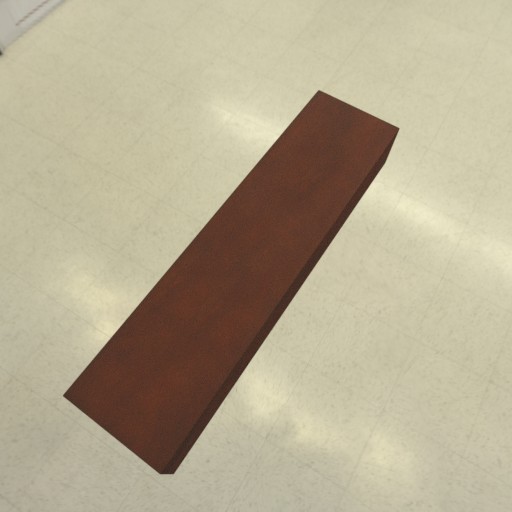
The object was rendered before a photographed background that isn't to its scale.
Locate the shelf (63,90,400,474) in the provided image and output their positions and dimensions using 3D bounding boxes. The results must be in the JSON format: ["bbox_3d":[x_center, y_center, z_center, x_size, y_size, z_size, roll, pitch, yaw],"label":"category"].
[{"bbox_3d":[0.000,0.000,0.664,0.152,0.088,0.607,31,68,14],"label":"shelf"}]
